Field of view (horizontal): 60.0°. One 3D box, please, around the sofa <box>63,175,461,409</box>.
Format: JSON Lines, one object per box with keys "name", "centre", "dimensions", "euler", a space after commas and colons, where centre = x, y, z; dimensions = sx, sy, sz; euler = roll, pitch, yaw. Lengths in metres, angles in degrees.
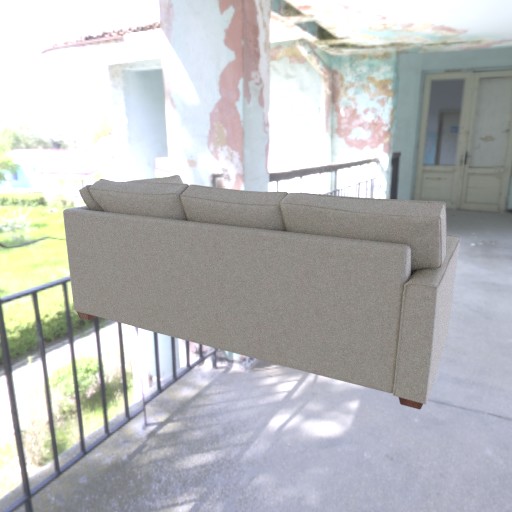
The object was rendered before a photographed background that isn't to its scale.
{"name": "sofa", "centre": [0.000, 0.000, 2.850], "dimensions": [2.317, 0.962, 1.061], "euler": [8, 17, 27]}
